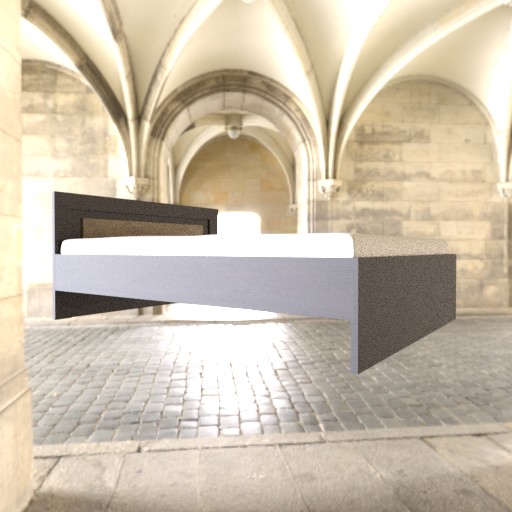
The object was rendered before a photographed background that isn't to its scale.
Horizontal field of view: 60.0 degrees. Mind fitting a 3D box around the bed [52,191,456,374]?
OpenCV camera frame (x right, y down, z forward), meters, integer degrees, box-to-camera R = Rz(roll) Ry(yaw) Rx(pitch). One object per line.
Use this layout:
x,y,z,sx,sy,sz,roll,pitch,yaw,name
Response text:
0.000,0.000,2.855,2.073,0.823,1.585,1,1,36,bed
